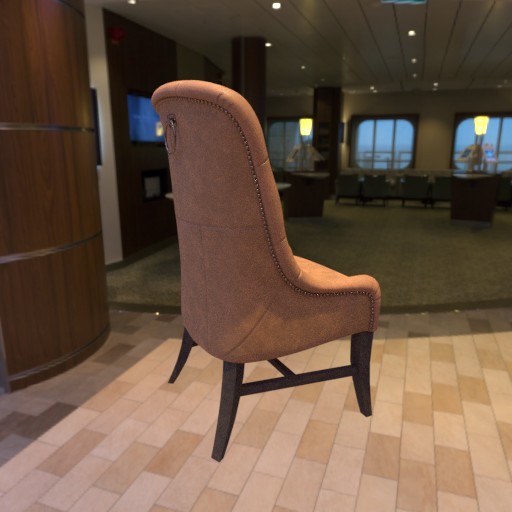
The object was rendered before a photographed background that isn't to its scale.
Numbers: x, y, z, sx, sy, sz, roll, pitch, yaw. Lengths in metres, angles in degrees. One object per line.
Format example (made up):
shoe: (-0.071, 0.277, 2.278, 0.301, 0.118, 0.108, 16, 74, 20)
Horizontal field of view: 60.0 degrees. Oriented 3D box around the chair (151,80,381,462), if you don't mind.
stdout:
chair: (0.000, 0.000, 1.533, 0.629, 1.091, 0.634, -7, 16, -26)
